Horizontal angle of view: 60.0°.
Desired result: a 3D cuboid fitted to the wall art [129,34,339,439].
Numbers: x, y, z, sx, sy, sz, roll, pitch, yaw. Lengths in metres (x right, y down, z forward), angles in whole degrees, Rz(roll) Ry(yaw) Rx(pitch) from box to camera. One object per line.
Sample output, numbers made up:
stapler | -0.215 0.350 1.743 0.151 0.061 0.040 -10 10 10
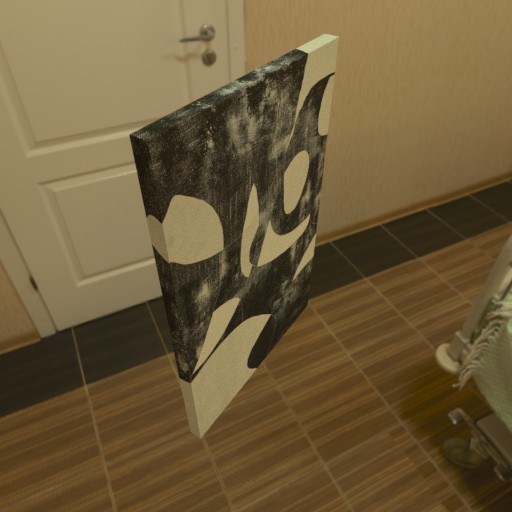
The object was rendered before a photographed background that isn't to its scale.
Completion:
wall art | 0.000 0.000 1.137 0.041 0.915 0.610 25 48 25
